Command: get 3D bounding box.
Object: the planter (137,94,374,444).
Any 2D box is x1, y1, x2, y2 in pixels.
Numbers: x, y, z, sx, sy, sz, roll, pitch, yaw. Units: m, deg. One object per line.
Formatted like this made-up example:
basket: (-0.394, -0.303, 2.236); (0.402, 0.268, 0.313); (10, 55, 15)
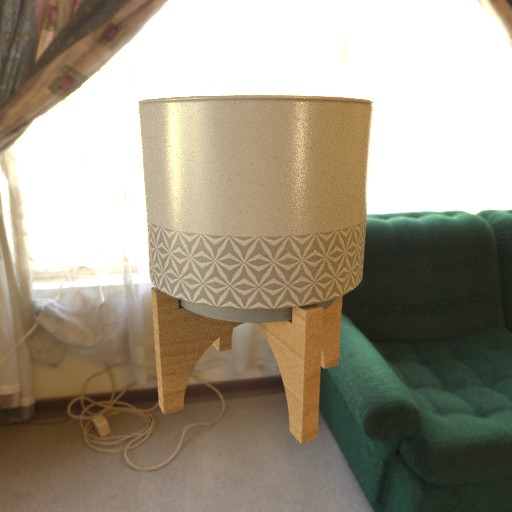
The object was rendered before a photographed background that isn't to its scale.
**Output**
planter: (0.000, 0.000, 0.526); (0.249, 0.343, 0.249); (0, 16, 0)
